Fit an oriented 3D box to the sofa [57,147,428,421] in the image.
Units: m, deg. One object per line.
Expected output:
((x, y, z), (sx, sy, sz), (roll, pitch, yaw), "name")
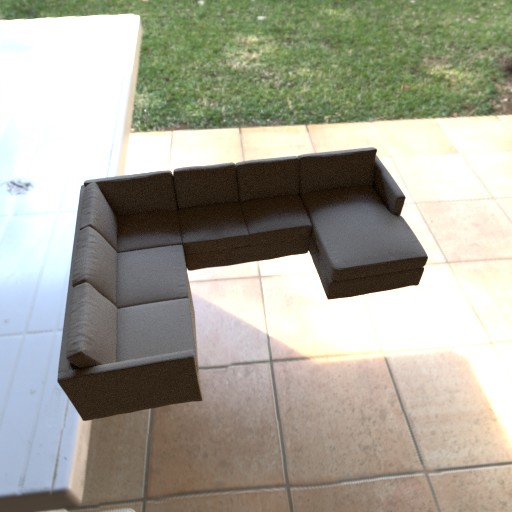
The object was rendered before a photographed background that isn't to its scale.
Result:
((0.000, 0.000, 4.466), (3.460, 0.882, 2.427), (-8, 46, -8), "sofa")
